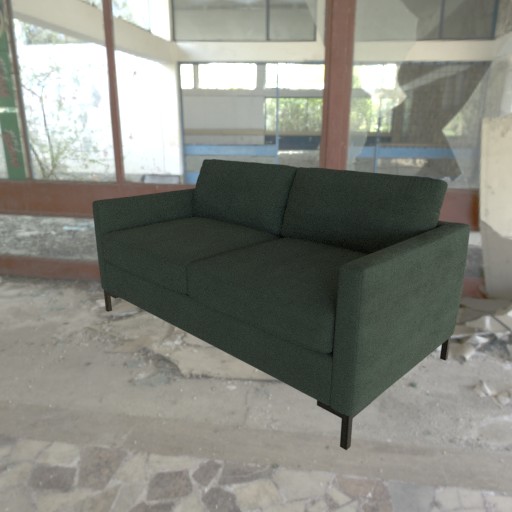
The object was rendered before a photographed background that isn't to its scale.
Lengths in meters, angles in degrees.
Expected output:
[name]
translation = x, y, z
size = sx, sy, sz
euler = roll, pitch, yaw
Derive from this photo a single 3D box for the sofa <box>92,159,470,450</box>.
[sofa]
translation = 0.000, 0.000, 2.143
size = 1.676, 0.817, 0.875
euler = 16, 23, 42
